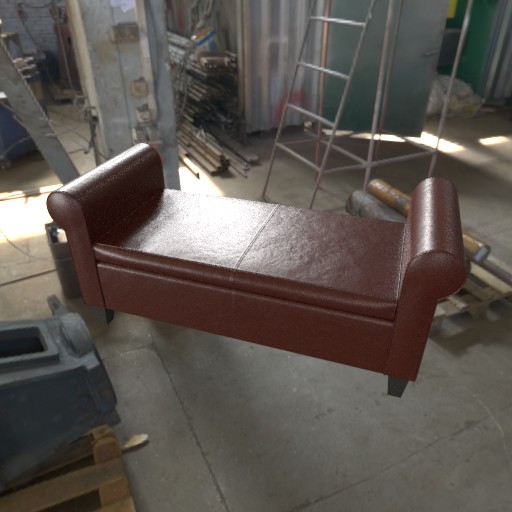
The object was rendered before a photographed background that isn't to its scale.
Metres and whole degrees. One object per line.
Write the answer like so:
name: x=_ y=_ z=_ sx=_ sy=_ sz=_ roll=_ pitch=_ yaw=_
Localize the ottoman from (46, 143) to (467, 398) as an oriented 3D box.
ottoman: x=0.000 y=0.000 z=1.564 sx=1.256 sy=0.547 sz=0.521 roll=10 pitch=33 yaw=16
